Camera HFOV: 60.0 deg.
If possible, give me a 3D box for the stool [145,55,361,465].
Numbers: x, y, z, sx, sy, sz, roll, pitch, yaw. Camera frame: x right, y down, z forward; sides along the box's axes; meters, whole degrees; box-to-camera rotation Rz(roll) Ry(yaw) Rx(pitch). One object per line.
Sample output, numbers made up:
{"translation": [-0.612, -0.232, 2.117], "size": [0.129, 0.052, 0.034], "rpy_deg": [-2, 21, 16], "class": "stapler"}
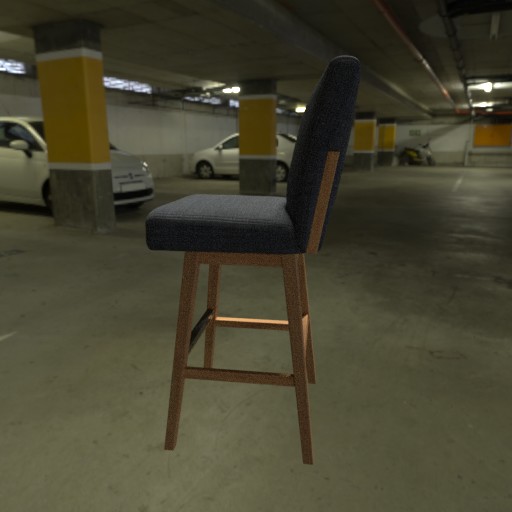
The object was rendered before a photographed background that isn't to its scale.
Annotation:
{"translation": [0.000, 0.000, 1.405], "size": [0.570, 1.112, 0.483], "rpy_deg": [2, 14, 8], "class": "stool"}
